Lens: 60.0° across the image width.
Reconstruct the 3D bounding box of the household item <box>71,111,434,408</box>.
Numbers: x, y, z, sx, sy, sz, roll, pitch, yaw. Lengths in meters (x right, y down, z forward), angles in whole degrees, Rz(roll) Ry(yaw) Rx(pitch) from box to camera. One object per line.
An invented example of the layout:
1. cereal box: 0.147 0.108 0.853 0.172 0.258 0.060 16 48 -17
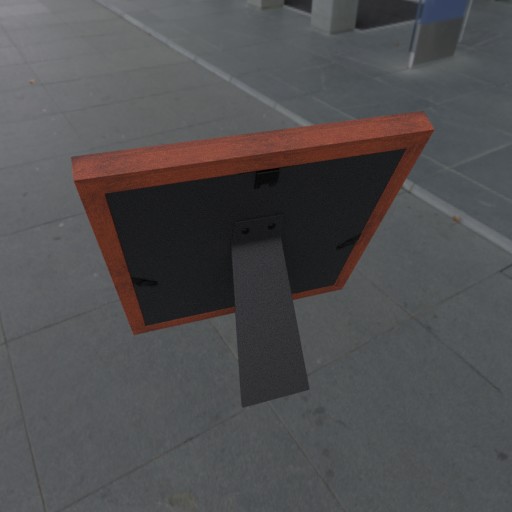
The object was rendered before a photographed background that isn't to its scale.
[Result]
1. household item: 0.000 0.000 0.380 0.240 0.240 0.131 -11 42 -13
